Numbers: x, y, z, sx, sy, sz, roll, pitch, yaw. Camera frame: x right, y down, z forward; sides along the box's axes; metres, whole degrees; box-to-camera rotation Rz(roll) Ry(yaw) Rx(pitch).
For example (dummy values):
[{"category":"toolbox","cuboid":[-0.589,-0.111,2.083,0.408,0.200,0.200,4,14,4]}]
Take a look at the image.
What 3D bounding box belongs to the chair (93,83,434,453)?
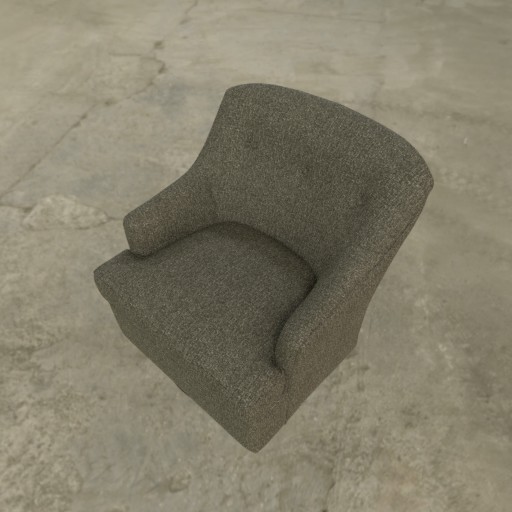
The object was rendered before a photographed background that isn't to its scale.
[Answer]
[{"category":"chair","cuboid":[0.000,0.000,1.620,0.864,0.856,0.923,33,56,27]}]
